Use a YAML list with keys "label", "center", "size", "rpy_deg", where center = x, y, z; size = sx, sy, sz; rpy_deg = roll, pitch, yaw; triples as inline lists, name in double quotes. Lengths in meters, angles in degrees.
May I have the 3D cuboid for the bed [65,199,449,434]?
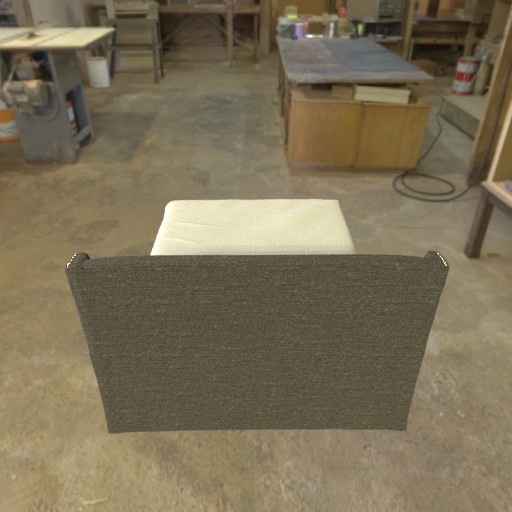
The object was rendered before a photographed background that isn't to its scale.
- label: "bed"
  center: [0.000, 0.000, 3.462]
  size: [1.925, 1.332, 2.276]
  rpy_deg: [0, 32, 0]
